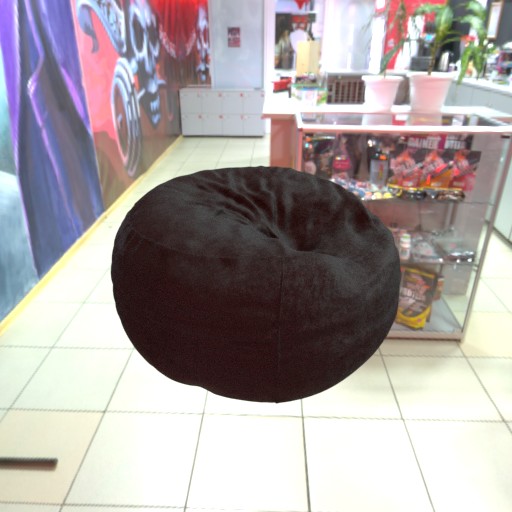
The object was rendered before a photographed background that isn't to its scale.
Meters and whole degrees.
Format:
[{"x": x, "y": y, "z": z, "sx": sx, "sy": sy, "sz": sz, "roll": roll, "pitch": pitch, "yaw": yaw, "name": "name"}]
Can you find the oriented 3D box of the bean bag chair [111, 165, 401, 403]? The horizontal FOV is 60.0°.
[{"x": 0.000, "y": 0.000, "z": 2.409, "sx": 1.525, "sy": 0.751, "sz": 1.525, "roll": 0, "pitch": 26, "yaw": 0, "name": "bean bag chair"}]
